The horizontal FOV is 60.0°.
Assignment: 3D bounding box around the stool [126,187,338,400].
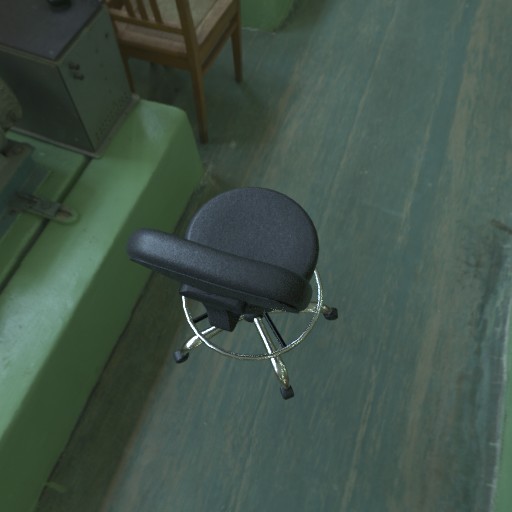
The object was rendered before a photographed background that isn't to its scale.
[{"bbox_3d":[0.000,0.000,1.468,0.694,1.069,0.658,16,64,8],"label":"stool"}]
